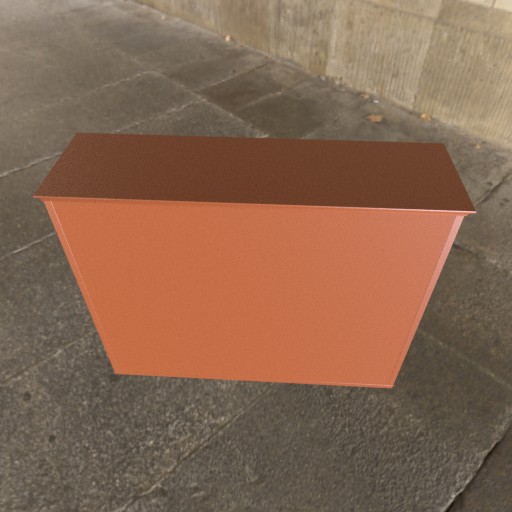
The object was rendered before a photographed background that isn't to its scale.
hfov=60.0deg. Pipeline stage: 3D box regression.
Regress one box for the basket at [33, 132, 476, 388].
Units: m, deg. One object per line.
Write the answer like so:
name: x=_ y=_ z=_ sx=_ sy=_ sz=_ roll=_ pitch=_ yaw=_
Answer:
basket: x=0.000 y=0.000 z=1.142 sx=0.792 sy=0.625 sz=0.376 roll=2 pitch=44 yaw=2
